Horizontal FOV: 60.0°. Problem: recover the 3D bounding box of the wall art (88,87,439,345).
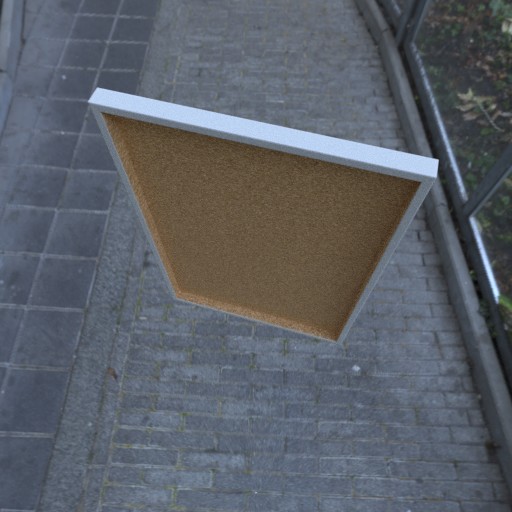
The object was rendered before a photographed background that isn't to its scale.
[{"bbox_3d":[0.000,0.000,1.159,0.610,0.914,0.038,14,63,7],"label":"wall art"}]
